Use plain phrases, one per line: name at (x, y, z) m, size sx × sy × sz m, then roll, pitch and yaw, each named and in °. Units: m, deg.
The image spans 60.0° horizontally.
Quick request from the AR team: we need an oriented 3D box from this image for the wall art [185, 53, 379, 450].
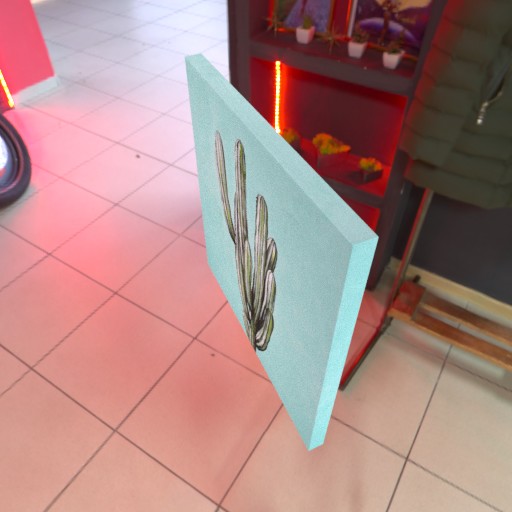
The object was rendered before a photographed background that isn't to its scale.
wall art at (0.000, 0.000, 0.917) m, size 0.036 × 0.603 × 0.603 m, roll -18°, pitch 48°, yaw -17°
